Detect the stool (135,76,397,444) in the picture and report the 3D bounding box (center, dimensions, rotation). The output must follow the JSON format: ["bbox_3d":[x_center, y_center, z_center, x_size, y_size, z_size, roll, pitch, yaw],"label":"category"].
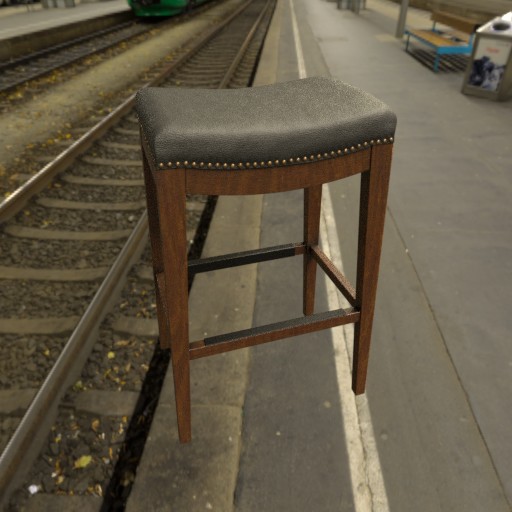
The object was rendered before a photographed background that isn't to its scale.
[{"bbox_3d":[0.000,0.000,1.072,0.500,0.765,0.361,-10,34,-15],"label":"stool"}]
